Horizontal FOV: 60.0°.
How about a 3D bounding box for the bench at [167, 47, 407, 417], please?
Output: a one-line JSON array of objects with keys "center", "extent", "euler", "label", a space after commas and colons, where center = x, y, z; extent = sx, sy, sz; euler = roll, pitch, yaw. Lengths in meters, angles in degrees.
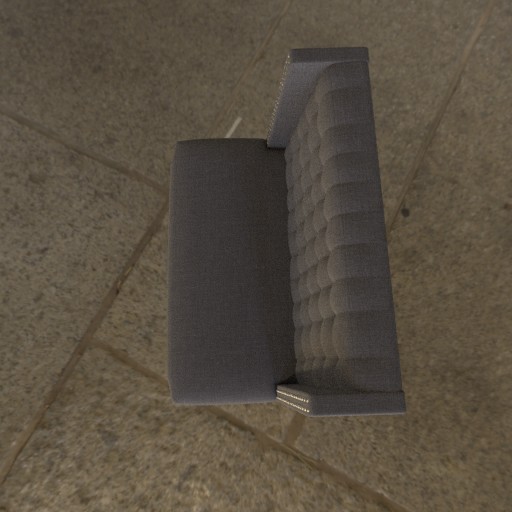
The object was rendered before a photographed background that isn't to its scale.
[{"center": [0.000, 0.000, 1.974], "extent": [0.842, 1.121, 1.276], "euler": [-2, 76, 0], "label": "bench"}]
